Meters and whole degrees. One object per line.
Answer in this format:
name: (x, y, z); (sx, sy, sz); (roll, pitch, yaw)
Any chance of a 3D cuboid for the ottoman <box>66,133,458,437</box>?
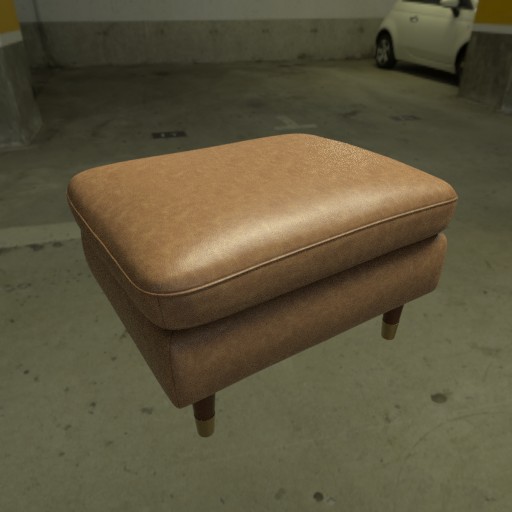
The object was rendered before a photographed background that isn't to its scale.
ottoman: (0.000, 0.000, 1.089); (0.747, 0.478, 0.593); (-18, 34, -29)
